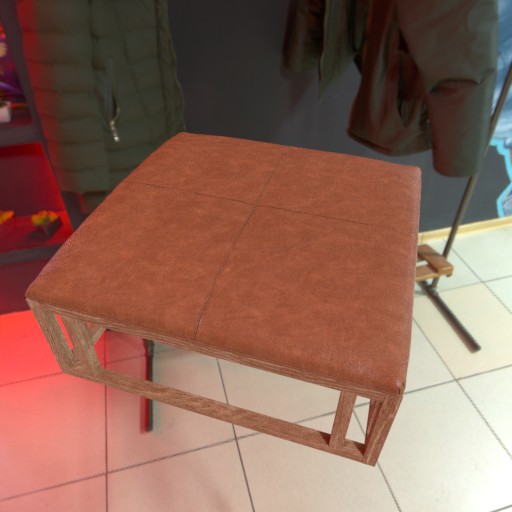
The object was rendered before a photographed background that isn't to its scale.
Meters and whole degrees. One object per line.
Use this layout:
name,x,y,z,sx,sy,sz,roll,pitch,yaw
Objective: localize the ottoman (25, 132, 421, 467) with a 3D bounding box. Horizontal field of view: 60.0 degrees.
ottoman,0.000,0.000,1.552,1.016,0.442,1.013,12,43,13
